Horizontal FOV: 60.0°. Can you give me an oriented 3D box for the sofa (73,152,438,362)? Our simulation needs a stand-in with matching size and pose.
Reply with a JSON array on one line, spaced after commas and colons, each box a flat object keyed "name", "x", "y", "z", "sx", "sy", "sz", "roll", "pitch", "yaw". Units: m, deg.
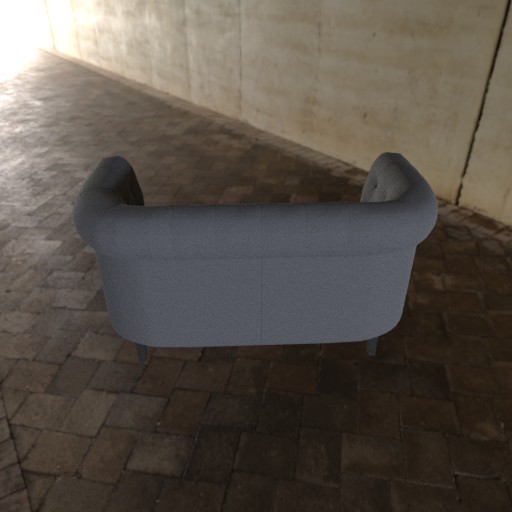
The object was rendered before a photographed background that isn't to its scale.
[{"name": "sofa", "x": 0.000, "y": 0.000, "z": 2.125, "sx": 1.558, "sy": 0.827, "sz": 0.835, "roll": -1, "pitch": 31, "yaw": -2}]
